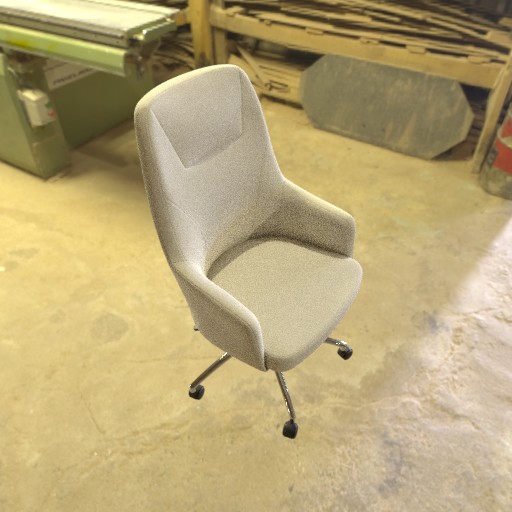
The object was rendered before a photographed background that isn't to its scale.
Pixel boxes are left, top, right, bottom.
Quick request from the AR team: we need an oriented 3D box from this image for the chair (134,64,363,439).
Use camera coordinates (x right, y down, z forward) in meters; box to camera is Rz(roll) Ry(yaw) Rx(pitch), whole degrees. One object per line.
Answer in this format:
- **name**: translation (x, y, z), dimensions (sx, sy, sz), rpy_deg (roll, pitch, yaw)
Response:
- **chair**: translation (0.000, 0.000, 1.450), dimensions (0.640, 1.049, 0.620), rpy_deg (25, 47, 26)
